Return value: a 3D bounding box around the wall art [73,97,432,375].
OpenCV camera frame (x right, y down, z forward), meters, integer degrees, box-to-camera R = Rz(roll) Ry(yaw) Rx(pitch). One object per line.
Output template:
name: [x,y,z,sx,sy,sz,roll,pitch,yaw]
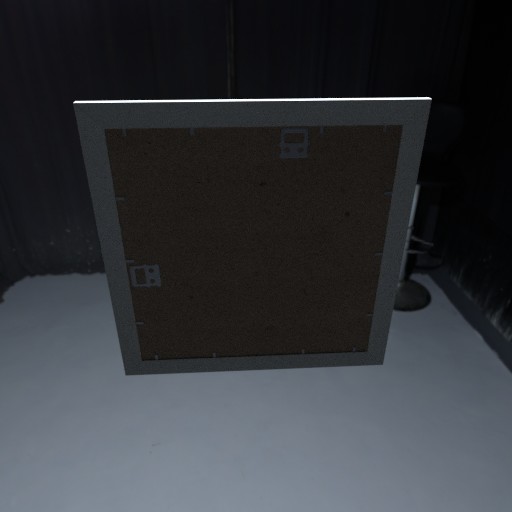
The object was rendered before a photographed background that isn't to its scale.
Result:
wall art: [0.000,0.000,0.871,0.584,0.584,0.013,-2,29,-3]
